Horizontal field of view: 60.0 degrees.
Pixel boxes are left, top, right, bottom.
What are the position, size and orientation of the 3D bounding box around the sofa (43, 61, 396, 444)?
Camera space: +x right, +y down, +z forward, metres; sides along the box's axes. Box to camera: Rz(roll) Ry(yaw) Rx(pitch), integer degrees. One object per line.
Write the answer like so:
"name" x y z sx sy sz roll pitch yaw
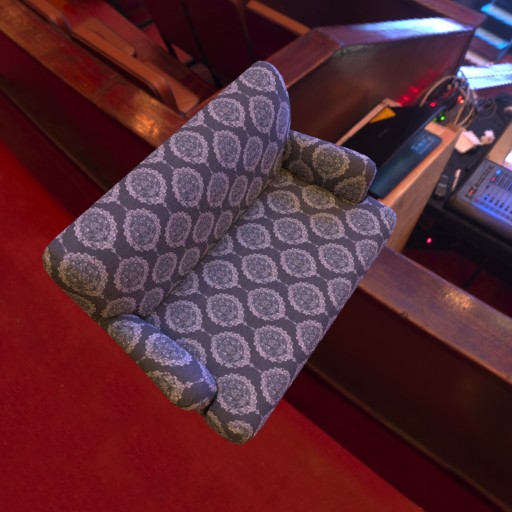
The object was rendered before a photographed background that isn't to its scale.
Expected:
"sofa" 0.000 0.000 1.815 0.779 0.867 1.297 32 64 17
